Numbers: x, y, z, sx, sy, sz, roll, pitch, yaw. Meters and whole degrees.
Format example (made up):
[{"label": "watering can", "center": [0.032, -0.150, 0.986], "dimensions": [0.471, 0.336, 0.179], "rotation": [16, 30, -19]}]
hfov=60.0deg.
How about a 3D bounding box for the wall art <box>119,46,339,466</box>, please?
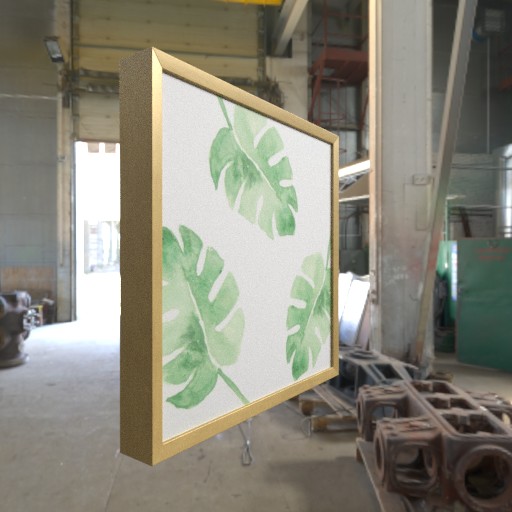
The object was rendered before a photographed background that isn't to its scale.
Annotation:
[{"label": "wall art", "center": [0.000, 0.000, 0.455], "dimensions": [0.038, 0.305, 0.305], "rotation": [0, 0, 36]}]
